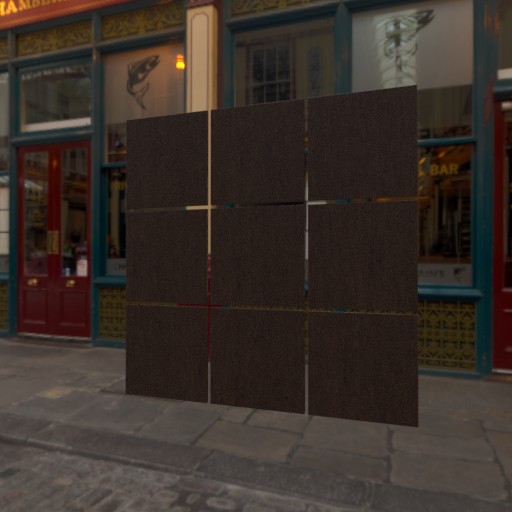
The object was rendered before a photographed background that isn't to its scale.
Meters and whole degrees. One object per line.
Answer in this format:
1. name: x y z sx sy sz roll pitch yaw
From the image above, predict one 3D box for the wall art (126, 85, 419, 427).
1. wall art: 0.000 0.000 2.227 1.527 1.525 0.014 0 -1 19
